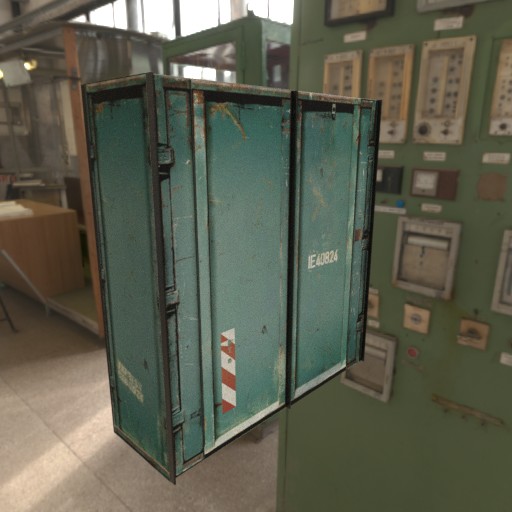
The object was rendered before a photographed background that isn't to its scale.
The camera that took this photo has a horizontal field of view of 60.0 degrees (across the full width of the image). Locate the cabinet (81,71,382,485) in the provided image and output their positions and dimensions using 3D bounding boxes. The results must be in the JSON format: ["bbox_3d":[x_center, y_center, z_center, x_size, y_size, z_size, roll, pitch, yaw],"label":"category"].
[{"bbox_3d":[0.000,0.000,3.120,0.680,2.160,2.000,14,20,42],"label":"cabinet"}]
